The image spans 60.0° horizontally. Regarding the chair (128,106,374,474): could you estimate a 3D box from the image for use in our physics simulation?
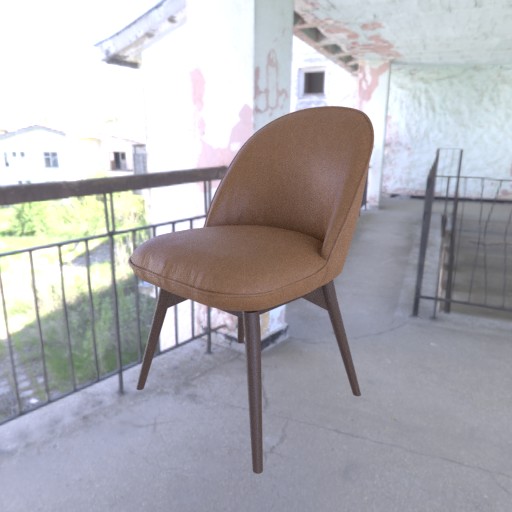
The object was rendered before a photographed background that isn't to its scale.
[{"bbox_3d":[0.000,0.000,1.256,0.521,0.831,0.631,14,21,42],"label":"chair"}]
